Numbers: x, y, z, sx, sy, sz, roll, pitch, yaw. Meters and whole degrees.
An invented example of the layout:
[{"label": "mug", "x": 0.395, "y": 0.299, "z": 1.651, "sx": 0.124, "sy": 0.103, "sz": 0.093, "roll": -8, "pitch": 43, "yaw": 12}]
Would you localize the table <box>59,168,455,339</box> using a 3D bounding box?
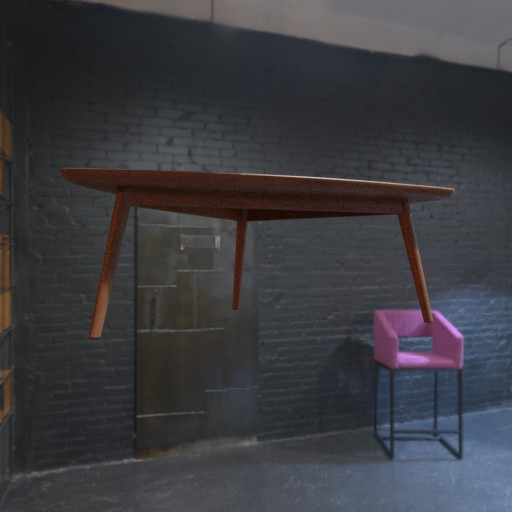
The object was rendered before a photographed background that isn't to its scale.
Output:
[{"label": "table", "x": 0.000, "y": 0.000, "z": 1.301, "sx": 1.008, "sy": 0.365, "sz": 0.601, "roll": 0, "pitch": 0, "yaw": -16}]
